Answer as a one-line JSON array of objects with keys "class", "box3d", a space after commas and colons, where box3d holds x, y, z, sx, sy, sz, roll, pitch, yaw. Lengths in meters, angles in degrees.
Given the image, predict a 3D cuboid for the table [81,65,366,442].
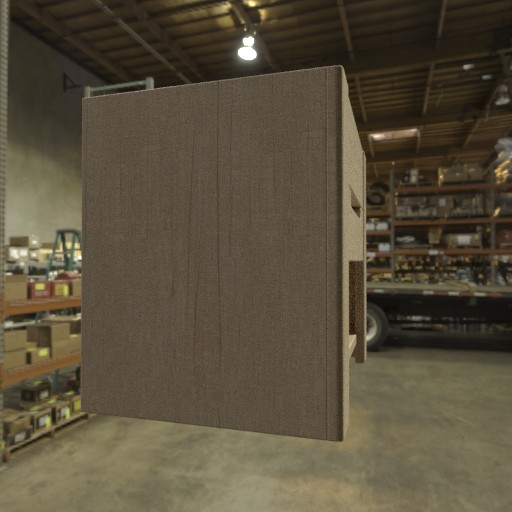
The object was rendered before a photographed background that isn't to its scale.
[{"class": "table", "box3d": [0.000, 0.000, 0.930, 0.420, 0.510, 0.570, 0, -1, 17]}]
